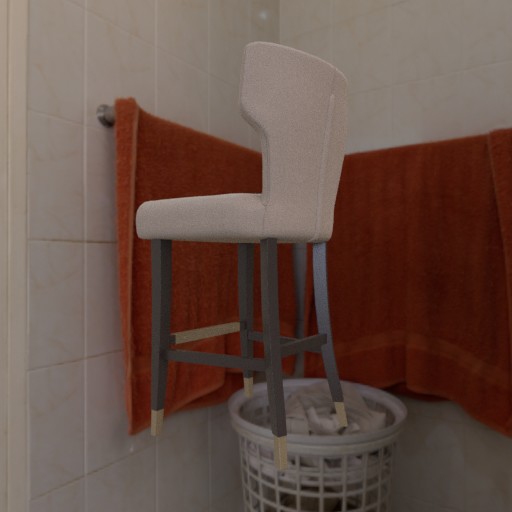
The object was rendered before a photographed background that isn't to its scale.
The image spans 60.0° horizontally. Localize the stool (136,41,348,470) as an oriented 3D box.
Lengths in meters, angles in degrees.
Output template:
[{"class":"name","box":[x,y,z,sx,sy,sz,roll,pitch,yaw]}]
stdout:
[{"class":"stool","box":[0.000,0.000,1.413,0.563,1.092,0.526,0,0,37]}]
